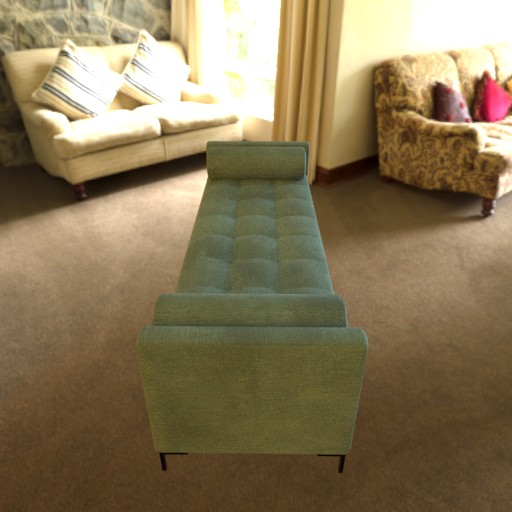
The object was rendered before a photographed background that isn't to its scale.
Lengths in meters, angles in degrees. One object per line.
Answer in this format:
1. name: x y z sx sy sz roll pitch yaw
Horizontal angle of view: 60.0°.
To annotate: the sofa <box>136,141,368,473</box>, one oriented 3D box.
1. sofa: 0.000 0.000 2.277 0.686 0.635 1.981 0 31 1
